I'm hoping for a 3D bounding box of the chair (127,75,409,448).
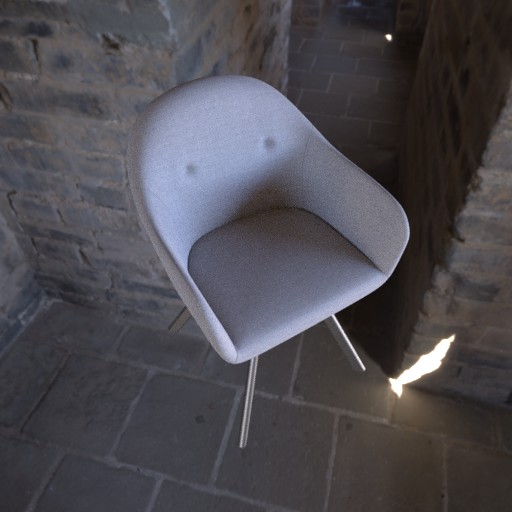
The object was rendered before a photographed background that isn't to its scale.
[{"bbox_3d":[0.000,0.000,1.197,0.540,0.780,0.570,-24,50,-22],"label":"chair"}]
